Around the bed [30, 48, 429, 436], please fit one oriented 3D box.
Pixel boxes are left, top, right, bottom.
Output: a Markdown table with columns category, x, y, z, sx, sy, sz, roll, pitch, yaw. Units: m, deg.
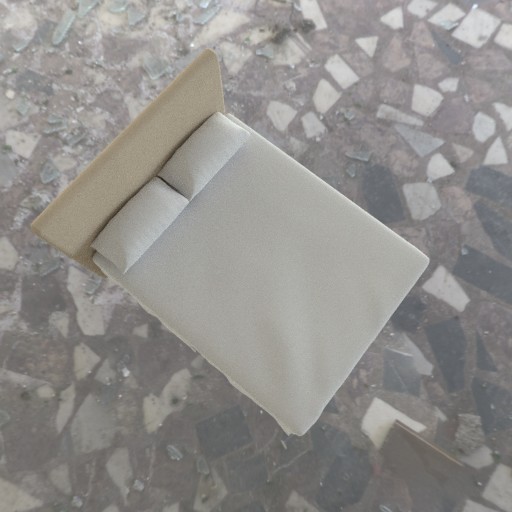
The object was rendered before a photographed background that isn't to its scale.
| category | x | y | z | sx | sy | sz | roll | pitch | yaw |
| --- | --- | --- | --- | --- | --- | --- | --- | --- | --- |
| bed | 0.000 | 0.000 | 3.243 | 2.142 | 1.330 | 1.723 | 38 | 78 | 9 |
